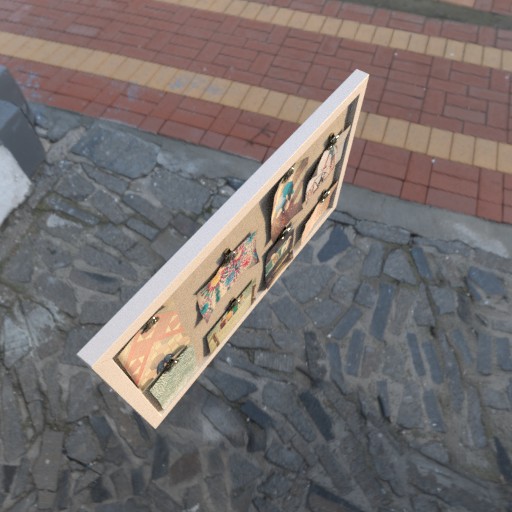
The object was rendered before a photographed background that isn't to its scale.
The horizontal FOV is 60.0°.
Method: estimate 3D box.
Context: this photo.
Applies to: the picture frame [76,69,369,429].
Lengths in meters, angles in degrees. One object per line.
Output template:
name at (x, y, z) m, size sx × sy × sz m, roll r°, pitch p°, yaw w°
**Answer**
picture frame at (0.000, 0.000, 0.802) m, size 0.044 × 0.379 × 0.647 m, roll 32°, pitch 64°, yaw 18°
